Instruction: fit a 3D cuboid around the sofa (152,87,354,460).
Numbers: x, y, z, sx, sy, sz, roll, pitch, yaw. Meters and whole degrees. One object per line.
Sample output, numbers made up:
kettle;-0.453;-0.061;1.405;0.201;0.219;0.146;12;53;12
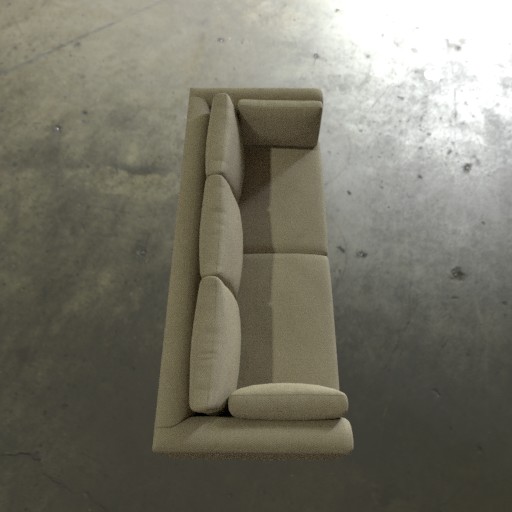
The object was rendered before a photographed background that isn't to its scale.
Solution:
sofa;0.000;0.000;2.918;0.969;0.867;2.415;0;63;0
